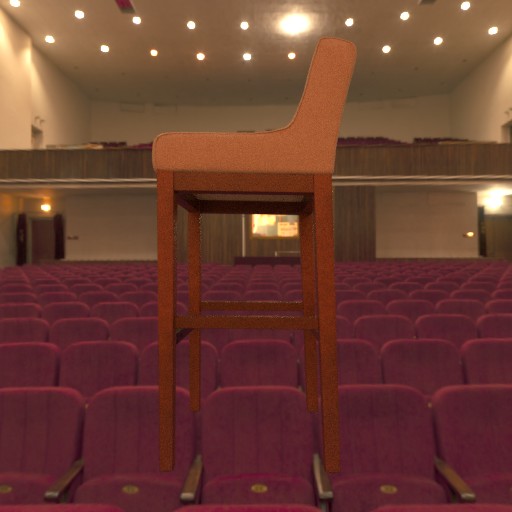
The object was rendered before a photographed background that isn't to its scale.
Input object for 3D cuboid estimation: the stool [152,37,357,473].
[{"bbox_3d":[0.000,0.000,1.287,0.500,1.037,0.511,0,-1,1],"label":"stool"}]
